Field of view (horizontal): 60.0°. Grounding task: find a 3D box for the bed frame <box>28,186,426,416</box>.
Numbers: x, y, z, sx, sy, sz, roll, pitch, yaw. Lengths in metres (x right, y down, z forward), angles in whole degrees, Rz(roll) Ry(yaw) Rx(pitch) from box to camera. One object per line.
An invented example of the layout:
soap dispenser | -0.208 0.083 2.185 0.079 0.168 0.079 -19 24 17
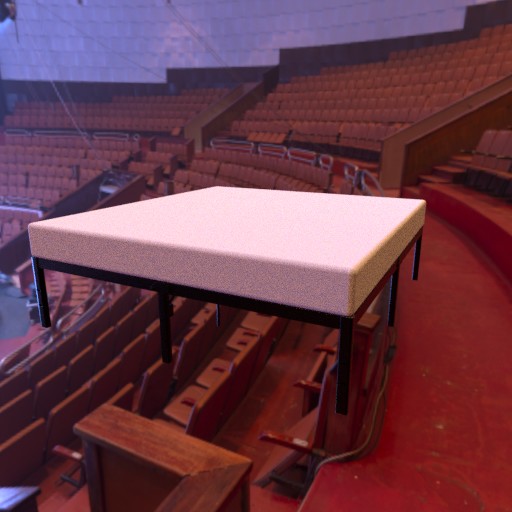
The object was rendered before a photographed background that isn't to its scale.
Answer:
bed frame | 0.000 0.000 3.125 1.963 0.659 2.079 8 18 26
